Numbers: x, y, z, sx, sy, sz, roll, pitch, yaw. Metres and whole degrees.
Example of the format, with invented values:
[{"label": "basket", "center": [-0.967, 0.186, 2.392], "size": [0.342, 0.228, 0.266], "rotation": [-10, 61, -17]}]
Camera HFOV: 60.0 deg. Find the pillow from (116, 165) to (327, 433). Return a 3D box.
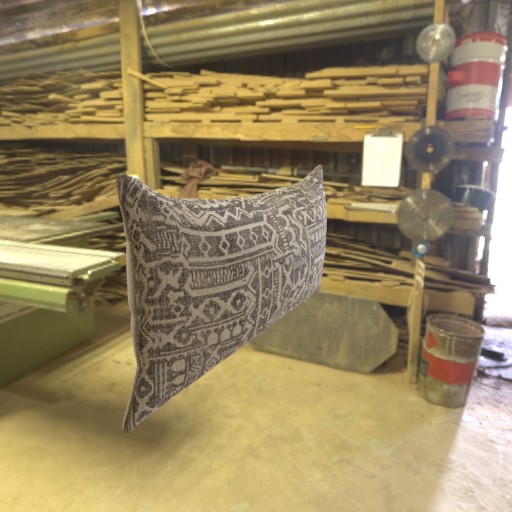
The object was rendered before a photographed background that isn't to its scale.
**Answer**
[{"label": "pillow", "center": [0.000, 0.000, 0.741], "size": [0.148, 0.290, 0.631], "rotation": [7, 14, 27]}]
